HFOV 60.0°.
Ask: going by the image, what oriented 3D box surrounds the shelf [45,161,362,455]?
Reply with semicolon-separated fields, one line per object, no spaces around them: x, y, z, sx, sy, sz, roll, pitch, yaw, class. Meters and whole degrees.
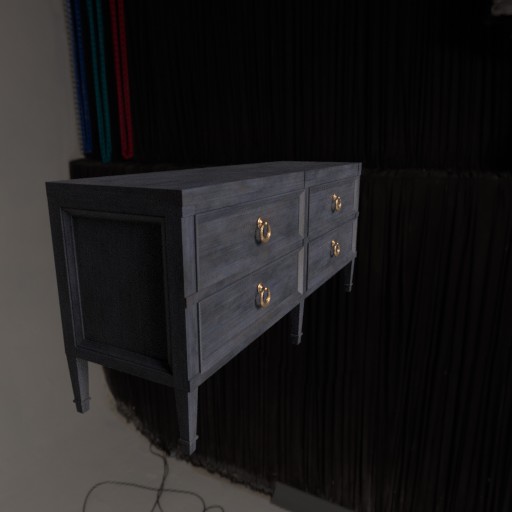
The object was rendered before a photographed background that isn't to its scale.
0.000;0.000;1.870;0.479;0.719;1.575;7;16;27;shelf
